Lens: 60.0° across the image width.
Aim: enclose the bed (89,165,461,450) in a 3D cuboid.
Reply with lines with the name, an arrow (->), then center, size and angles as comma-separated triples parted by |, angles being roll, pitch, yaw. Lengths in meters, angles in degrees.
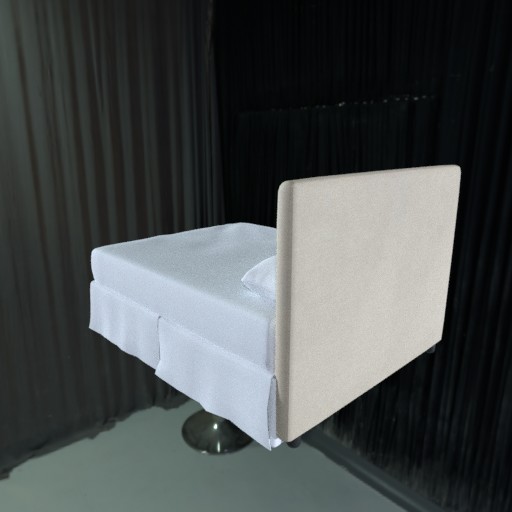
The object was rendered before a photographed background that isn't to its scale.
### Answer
bed -> 0.000, 0.000, 3.219 | 1.723, 1.330, 2.142 | -14, 20, -42
